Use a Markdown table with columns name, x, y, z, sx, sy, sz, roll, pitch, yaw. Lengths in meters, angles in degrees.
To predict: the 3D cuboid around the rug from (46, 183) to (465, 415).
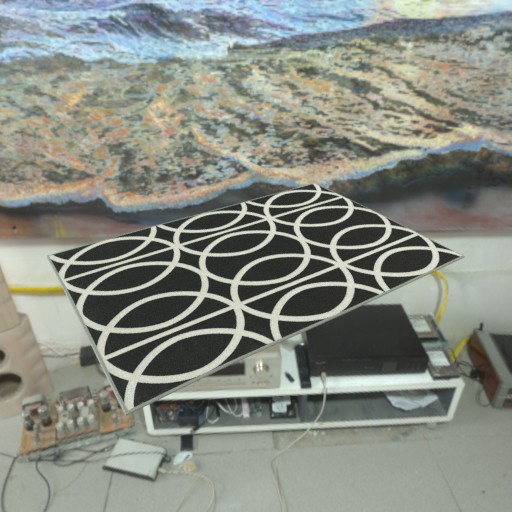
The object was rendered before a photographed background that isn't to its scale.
| name | x | y | z | sx | sy | sz | roll | pitch | yaw |
| --- | --- | --- | --- | --- | --- | --- | --- | --- | --- |
| rug | 0.000 | 0.000 | 2.898 | 2.290 | 0.014 | 1.526 | -19 | 36 | -28 |
